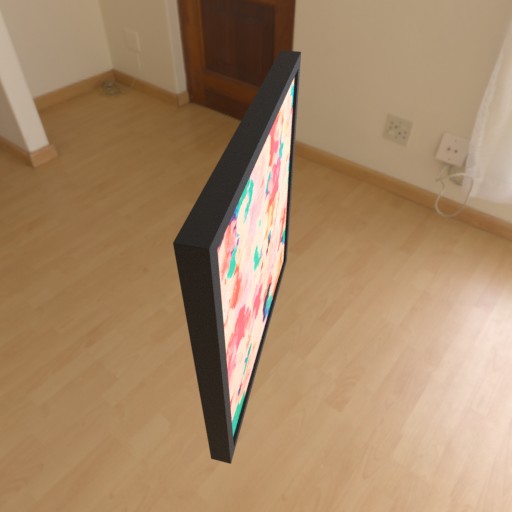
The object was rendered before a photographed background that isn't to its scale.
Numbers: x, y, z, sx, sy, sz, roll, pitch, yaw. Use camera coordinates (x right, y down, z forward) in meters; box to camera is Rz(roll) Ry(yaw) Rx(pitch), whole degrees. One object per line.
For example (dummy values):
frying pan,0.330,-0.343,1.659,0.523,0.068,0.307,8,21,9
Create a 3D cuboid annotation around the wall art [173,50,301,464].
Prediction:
wall art,0.000,0.000,0.760,0.036,0.503,0.506,10,45,10
